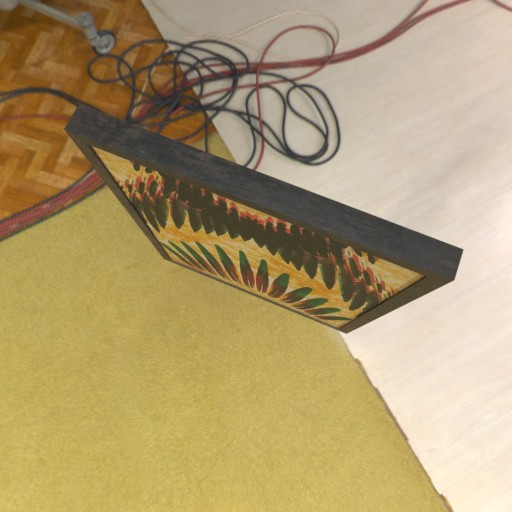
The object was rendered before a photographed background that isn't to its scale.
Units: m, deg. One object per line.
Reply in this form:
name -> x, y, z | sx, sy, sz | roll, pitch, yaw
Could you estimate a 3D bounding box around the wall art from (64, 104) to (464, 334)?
wall art -> 0.000, 0.000, 0.544 | 0.329, 0.406, 0.027 | 22, 76, 6
